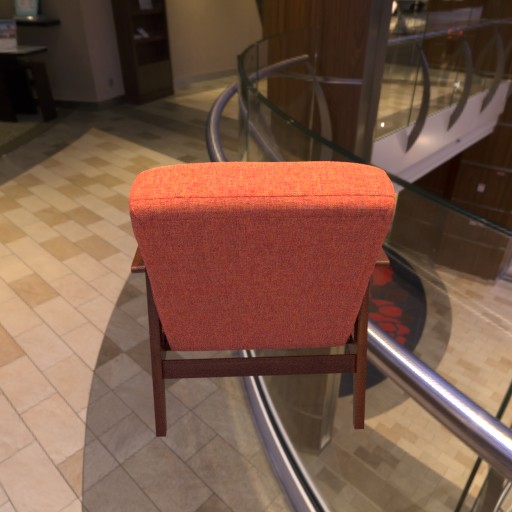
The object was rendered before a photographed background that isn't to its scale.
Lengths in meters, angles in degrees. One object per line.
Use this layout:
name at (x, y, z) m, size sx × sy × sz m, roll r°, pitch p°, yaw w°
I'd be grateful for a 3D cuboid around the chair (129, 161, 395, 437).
chair at (0.000, 0.000, 1.515) m, size 0.719 × 0.890 × 0.860 m, roll -1°, pitch 32°, yaw -2°
